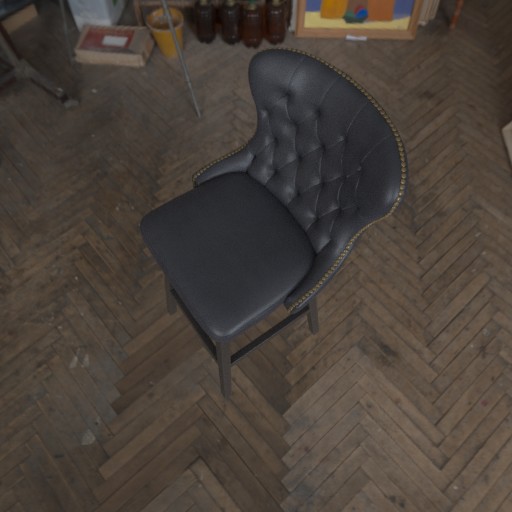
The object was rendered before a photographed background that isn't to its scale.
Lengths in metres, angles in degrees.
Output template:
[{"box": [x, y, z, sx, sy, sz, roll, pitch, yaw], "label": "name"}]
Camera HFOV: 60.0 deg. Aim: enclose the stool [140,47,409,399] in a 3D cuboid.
[{"box": [0.000, 0.000, 1.385, 0.601, 1.050, 0.528, -32, 68, -15], "label": "stool"}]
